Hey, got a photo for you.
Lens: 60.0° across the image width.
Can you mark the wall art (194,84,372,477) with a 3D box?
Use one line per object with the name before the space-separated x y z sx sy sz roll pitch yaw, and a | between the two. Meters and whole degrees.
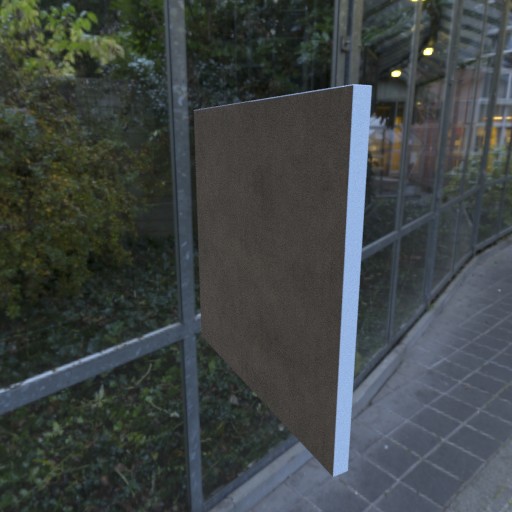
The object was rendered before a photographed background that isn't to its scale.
wall art | 0.000 0.000 0.687 0.023 0.453 0.455 -8 17 -26
